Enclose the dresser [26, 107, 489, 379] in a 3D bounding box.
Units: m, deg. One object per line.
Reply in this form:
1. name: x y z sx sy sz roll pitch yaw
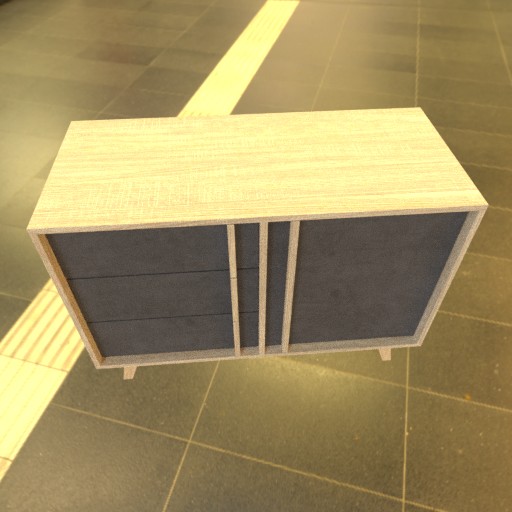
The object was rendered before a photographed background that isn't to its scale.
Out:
1. dresser: 0.000 0.000 1.513 1.110 0.780 0.500 -3 46 -3
